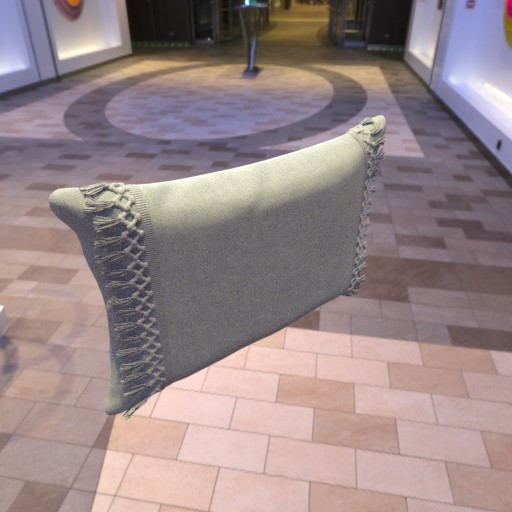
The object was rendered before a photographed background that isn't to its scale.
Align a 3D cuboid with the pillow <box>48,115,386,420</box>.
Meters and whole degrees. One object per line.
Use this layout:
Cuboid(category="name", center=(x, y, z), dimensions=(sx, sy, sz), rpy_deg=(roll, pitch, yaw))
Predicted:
Cuboid(category="pillow", center=(0.000, 0.000, 0.591), dimensions=(0.466, 0.305, 0.084), rpy_deg=(-21, 37, -31))
